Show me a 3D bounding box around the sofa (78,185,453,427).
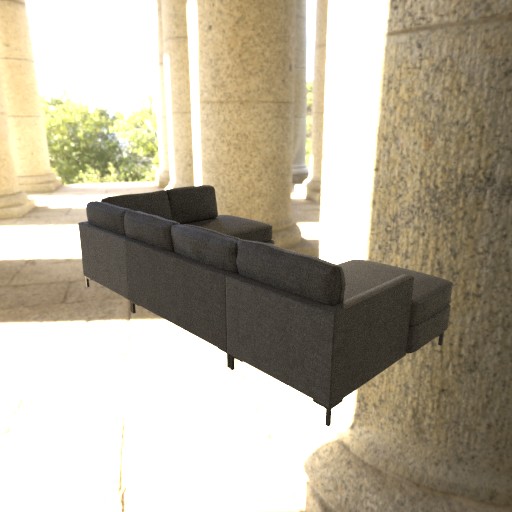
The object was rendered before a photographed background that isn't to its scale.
[{"bbox_3d":[0.000,0.000,4.304,2.048,0.999,3.423,-15,22,-42],"label":"sofa"}]
